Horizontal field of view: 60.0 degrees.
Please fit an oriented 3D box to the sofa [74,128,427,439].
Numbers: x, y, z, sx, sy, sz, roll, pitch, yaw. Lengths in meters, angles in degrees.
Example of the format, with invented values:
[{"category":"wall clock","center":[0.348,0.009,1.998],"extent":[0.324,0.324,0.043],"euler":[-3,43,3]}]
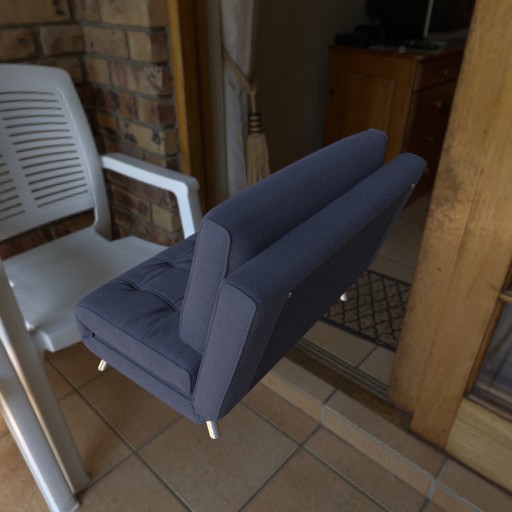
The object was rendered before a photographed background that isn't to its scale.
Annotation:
[{"category":"sofa","center":[0.000,0.000,1.845],"extent":[0.910,0.910,1.220],"euler":[21,38,30]}]
